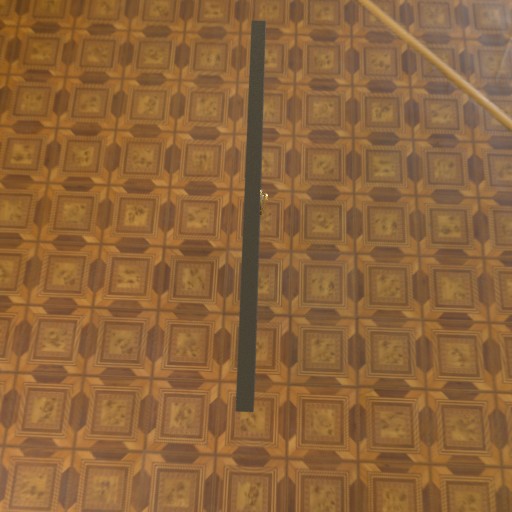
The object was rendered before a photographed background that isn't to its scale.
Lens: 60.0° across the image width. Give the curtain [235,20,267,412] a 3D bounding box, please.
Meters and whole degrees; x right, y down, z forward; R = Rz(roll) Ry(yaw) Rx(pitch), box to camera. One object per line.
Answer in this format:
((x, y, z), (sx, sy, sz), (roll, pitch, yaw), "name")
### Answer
((0.000, 0.000, 0.801), (0.027, 0.585, 0.483), (2, 76, 0), "curtain")
